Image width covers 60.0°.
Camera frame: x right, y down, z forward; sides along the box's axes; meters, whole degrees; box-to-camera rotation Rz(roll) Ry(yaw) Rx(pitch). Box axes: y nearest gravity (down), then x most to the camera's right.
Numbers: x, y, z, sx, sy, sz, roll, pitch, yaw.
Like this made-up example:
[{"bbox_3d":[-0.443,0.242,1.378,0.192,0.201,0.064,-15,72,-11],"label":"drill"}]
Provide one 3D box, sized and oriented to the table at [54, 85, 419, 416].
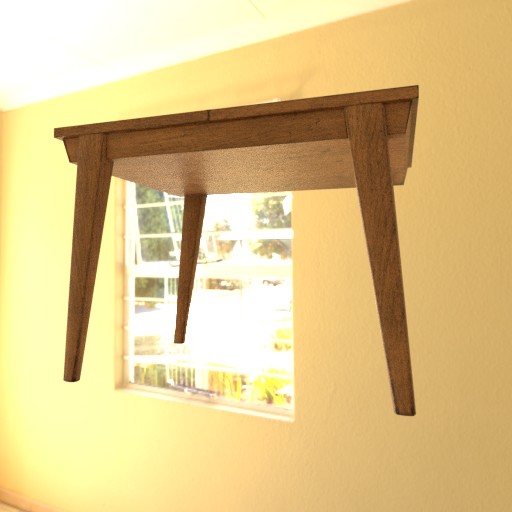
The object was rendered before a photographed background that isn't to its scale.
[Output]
[{"bbox_3d":[0.000,0.000,1.521,1.027,0.760,0.757,0,-1,18],"label":"table"}]
